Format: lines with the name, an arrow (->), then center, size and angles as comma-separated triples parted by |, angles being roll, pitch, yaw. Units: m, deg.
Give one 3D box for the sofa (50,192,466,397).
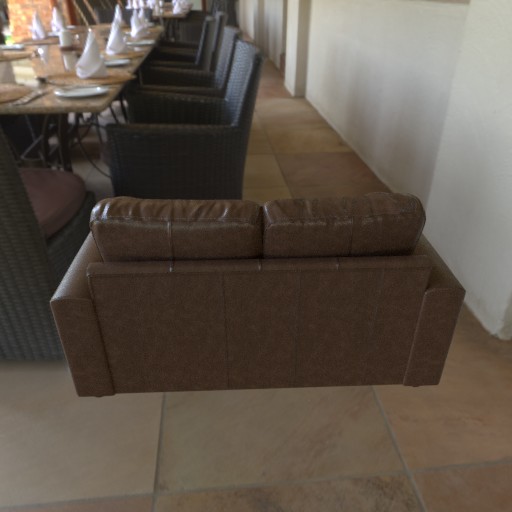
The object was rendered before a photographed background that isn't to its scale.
sofa -> 0.000, 0.000, 2.192 | 1.616, 0.873, 1.016 | -1, 31, -2
